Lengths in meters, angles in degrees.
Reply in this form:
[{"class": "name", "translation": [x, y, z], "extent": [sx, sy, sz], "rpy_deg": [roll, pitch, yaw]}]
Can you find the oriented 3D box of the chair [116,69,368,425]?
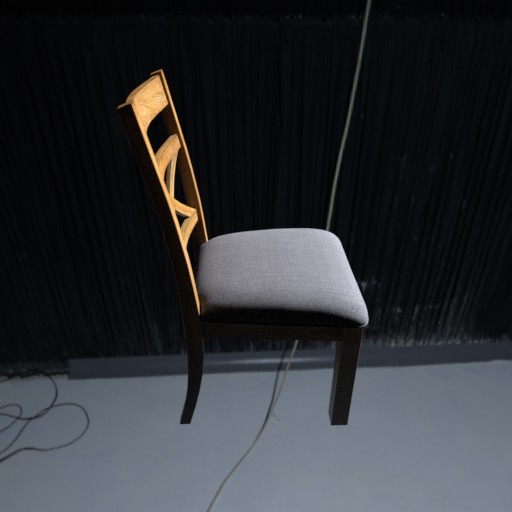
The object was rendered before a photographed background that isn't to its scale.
[{"class": "chair", "translation": [0.000, 0.000, 1.283], "extent": [0.581, 0.949, 0.470], "rpy_deg": [-1, 31, -2]}]
